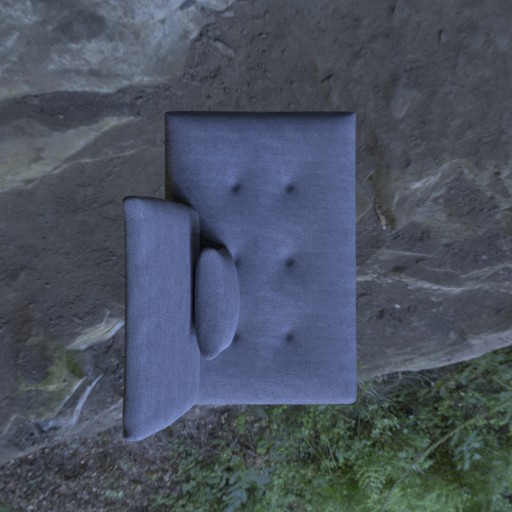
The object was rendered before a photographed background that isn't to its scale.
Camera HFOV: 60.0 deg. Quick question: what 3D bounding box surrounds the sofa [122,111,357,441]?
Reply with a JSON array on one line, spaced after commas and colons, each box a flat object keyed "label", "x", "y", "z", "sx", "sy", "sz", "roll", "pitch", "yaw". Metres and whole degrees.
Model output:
[{"label": "sofa", "x": 0.000, "y": 0.000, "z": 2.024, "sx": 1.002, "sy": 0.820, "sz": 1.450, "roll": 0, "pitch": 89, "yaw": -1}]
